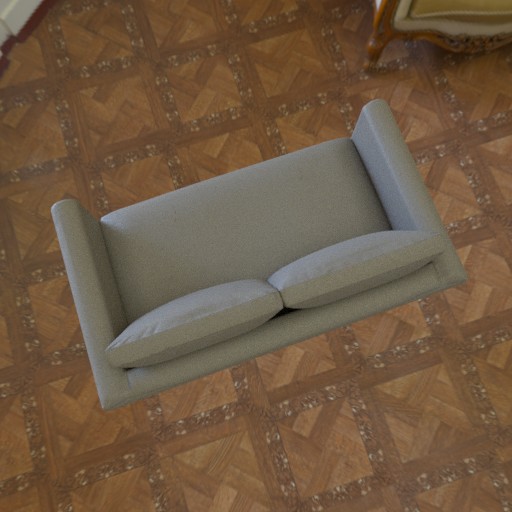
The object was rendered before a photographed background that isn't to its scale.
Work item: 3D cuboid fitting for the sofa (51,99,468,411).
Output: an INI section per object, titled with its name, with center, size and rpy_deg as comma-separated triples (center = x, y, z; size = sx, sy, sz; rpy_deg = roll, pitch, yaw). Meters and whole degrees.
[sofa]
center = 0.000, 0.000, 2.112
size = 1.598, 0.873, 0.899
rpy_deg = -19, 78, -4
